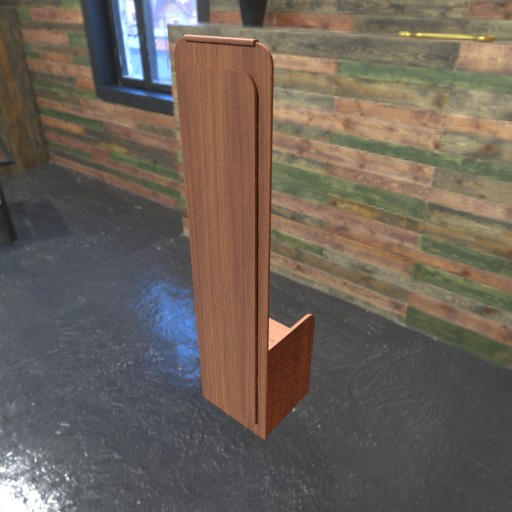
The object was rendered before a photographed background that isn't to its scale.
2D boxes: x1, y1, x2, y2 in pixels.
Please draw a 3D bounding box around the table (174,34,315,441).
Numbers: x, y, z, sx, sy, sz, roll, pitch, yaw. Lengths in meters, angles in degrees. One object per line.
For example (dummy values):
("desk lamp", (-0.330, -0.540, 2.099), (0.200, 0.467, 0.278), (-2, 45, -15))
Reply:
("table", (0.000, 0.000, 2.038), (0.450, 1.830, 0.420), (23, 37, 34))
